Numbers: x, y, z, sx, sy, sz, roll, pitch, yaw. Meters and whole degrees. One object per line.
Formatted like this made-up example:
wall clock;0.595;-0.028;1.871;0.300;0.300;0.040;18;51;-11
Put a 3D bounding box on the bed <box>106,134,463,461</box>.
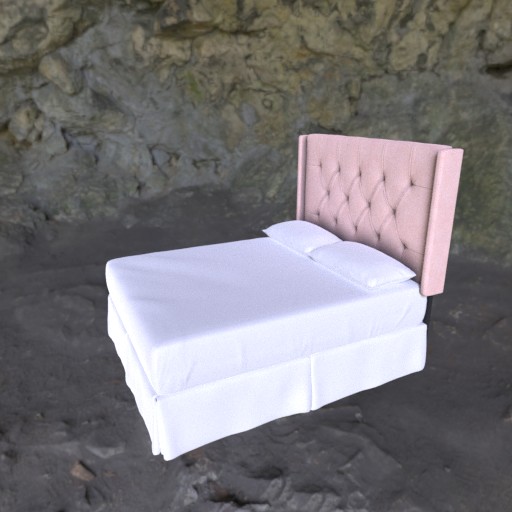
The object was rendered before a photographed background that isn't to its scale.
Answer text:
bed;0.000;0.000;3.331;2.066;1.665;1.719;-9;21;-25
